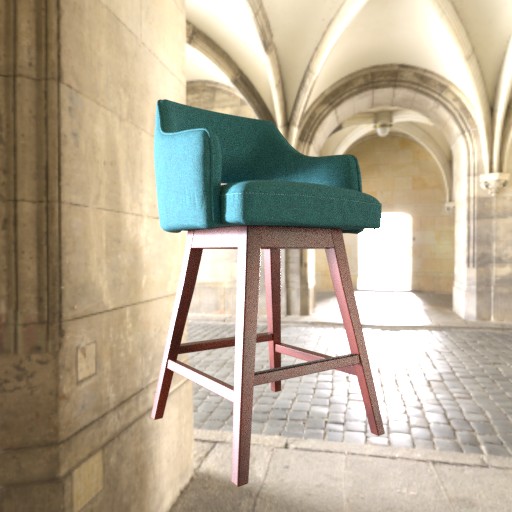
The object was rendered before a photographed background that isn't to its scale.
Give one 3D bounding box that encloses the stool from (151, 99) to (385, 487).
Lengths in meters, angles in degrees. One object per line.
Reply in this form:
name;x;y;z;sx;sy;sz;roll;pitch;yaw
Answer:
stool;0.000;0.000;1.279;0.548;0.961;0.556;0;1;-35
